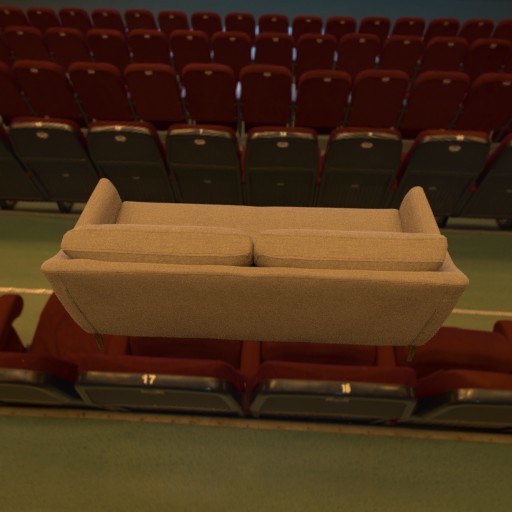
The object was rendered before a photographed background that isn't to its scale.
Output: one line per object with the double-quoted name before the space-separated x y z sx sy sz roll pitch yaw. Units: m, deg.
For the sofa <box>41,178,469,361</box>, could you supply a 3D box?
"sofa" 0.000 0.000 2.541 2.036 0.913 0.980 2 46 2
